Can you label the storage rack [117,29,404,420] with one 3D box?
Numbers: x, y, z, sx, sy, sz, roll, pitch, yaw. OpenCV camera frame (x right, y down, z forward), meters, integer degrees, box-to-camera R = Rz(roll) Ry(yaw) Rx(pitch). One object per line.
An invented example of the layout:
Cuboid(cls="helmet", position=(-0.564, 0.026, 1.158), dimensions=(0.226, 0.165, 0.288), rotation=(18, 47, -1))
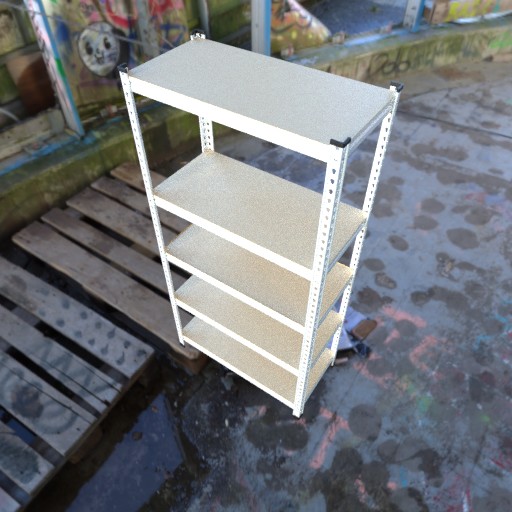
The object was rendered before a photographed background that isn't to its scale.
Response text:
Cuboid(cls="storage rack", position=(0.000, 0.000, 2.212), dimensions=(0.914, 1.829, 0.457), rotation=(26, 52, 23))
